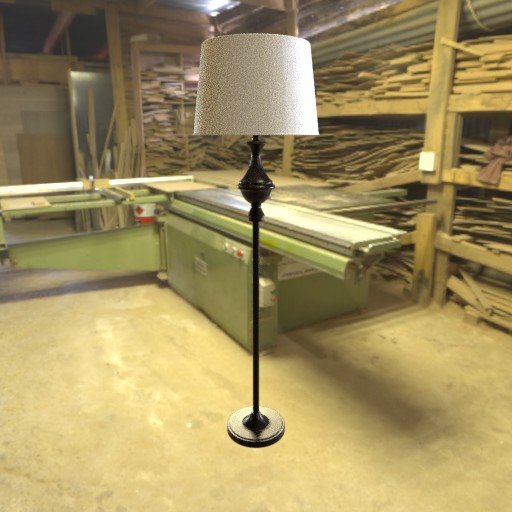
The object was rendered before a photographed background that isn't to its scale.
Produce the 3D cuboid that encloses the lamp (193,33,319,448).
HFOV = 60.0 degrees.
[{"bbox_3d":[0.000,0.000,1.641,0.431,1.484,0.431,0,15,0],"label":"lamp"}]
